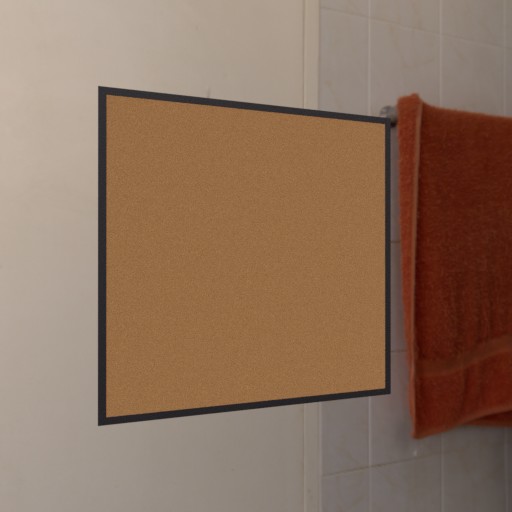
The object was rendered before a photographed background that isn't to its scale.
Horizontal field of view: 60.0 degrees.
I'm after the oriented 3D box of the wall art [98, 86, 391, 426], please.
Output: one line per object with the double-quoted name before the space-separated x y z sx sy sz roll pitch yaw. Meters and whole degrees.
"wall art" 0.000 0.000 0.759 0.509 0.509 0.040 0 0 -18
